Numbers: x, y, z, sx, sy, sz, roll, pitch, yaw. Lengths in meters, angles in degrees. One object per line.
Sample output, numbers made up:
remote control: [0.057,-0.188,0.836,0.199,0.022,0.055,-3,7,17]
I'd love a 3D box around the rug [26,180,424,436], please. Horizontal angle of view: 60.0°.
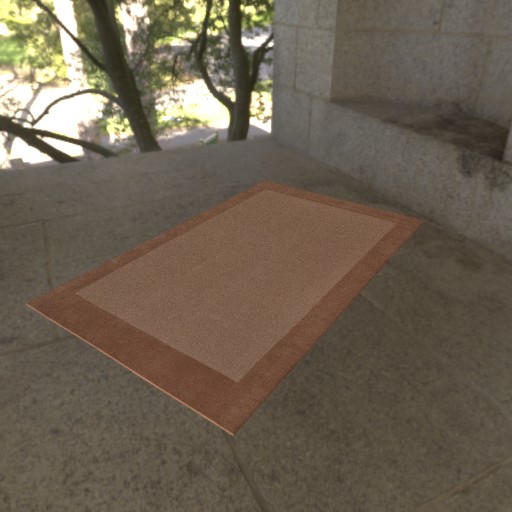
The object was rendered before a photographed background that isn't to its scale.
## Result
rug: [0.000,0.000,3.029,1.524,0.014,2.438,20,36,30]
